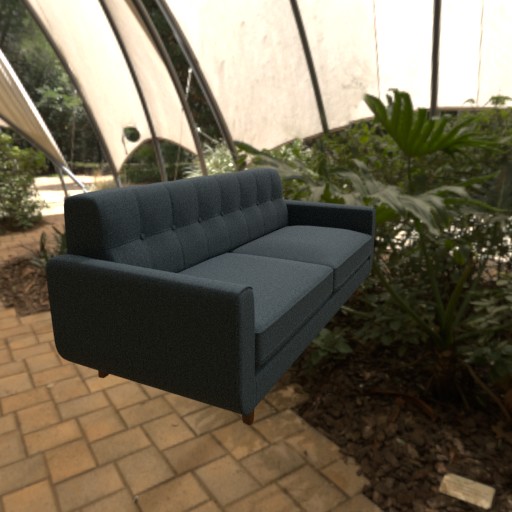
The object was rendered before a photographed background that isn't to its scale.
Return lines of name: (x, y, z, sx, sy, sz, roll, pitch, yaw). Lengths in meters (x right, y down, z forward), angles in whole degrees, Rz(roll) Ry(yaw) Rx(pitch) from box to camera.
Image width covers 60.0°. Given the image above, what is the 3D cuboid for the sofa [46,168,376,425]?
sofa: (0.000, 0.000, 2.545, 0.942, 0.884, 2.055, 7, 17, 26)
